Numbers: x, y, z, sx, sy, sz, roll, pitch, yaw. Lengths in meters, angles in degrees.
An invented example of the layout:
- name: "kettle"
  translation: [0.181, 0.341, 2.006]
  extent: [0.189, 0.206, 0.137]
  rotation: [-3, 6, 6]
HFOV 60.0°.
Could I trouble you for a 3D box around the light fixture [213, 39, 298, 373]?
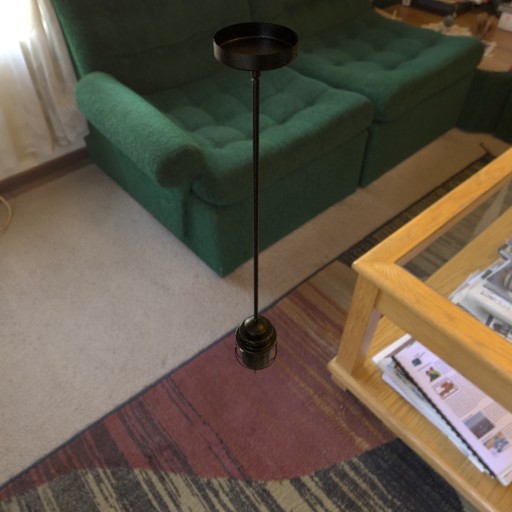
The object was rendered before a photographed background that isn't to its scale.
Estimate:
- name: "light fixture"
  translation: [0.000, 0.000, 0.976]
  extent: [0.123, 0.920, 0.123]
  rotation: [24, 51, 21]
